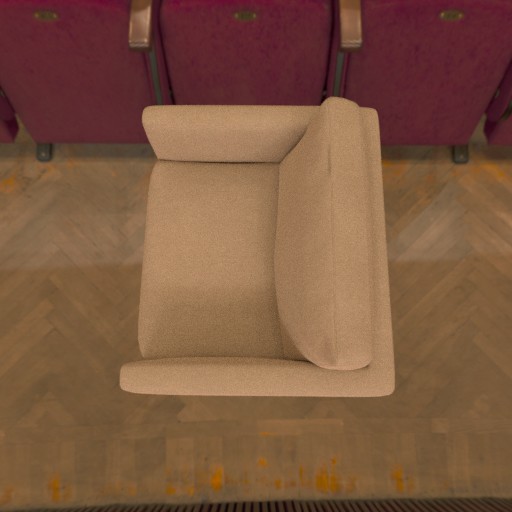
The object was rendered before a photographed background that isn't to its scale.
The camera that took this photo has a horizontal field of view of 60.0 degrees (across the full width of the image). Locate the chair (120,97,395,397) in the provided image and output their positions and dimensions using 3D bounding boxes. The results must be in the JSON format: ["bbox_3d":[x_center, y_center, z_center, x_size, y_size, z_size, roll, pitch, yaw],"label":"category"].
[{"bbox_3d":[0.000,0.000,1.861,0.959,0.961,1.107,1,76,0],"label":"chair"}]
